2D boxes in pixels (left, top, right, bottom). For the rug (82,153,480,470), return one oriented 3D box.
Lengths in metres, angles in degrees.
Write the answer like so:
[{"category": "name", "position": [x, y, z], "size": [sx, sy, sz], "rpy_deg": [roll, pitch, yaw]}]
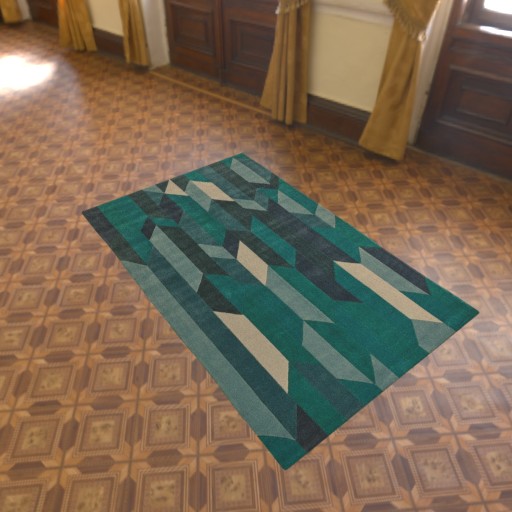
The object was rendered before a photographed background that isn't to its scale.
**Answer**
[{"category": "rug", "position": [0.000, 0.000, 3.015], "size": [1.528, 0.005, 2.420], "rpy_deg": [-27, 48, -27]}]
